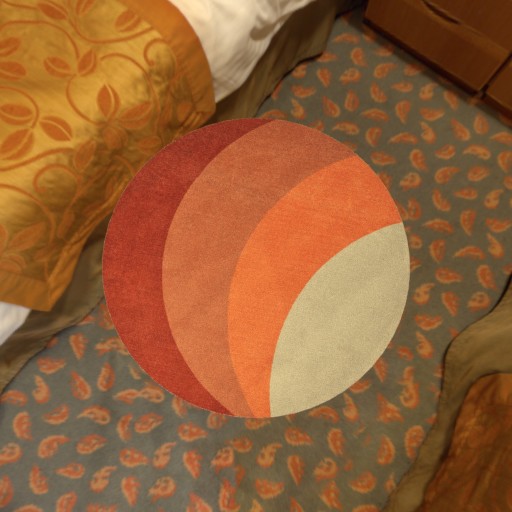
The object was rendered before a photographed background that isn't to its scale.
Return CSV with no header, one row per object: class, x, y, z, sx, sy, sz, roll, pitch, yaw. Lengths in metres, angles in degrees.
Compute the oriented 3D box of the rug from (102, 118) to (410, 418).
rug,0.000,0.000,2.189,1.514,0.015,1.514,0,76,0
